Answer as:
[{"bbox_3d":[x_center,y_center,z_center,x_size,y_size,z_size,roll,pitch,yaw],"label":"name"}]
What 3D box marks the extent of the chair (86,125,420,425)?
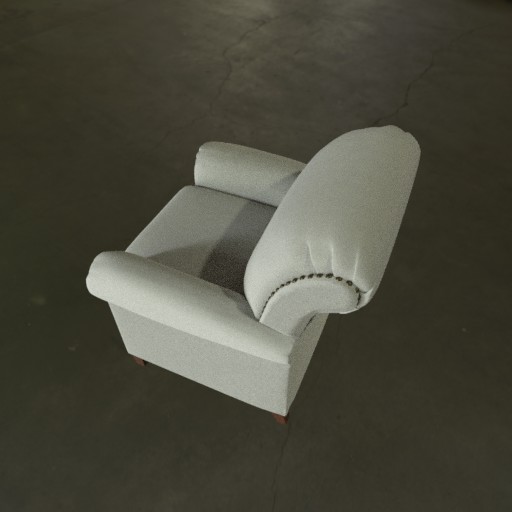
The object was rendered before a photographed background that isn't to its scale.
[{"bbox_3d":[0.000,0.000,1.603,0.890,0.927,0.854,18,49,16],"label":"chair"}]
